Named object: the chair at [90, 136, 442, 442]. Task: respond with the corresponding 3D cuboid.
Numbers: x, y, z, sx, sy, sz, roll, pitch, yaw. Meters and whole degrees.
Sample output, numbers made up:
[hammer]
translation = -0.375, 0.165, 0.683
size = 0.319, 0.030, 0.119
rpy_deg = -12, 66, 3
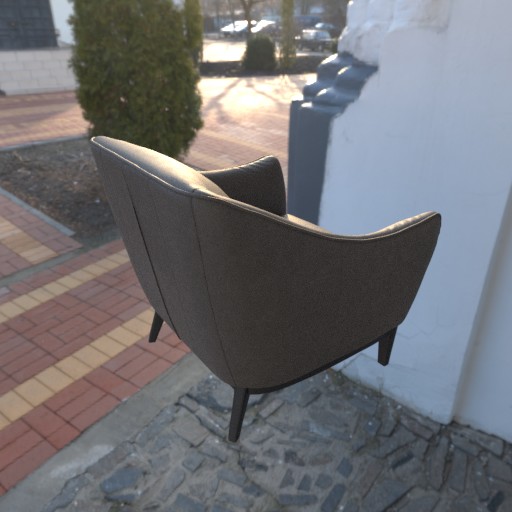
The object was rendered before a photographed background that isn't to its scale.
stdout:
[chair]
translation = 0.000, 0.000, 1.535
size = 0.852, 0.830, 0.871
rpy_deg = -19, 33, -32
